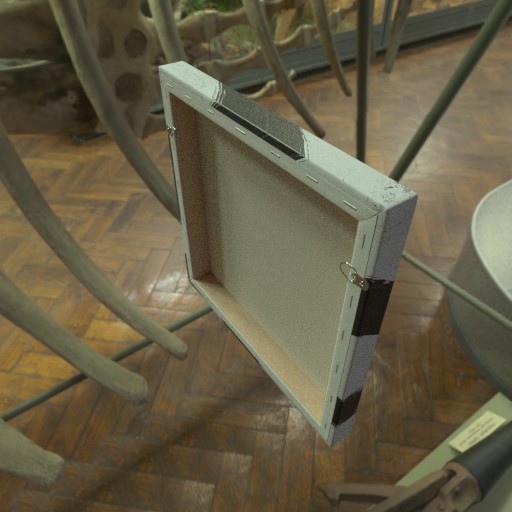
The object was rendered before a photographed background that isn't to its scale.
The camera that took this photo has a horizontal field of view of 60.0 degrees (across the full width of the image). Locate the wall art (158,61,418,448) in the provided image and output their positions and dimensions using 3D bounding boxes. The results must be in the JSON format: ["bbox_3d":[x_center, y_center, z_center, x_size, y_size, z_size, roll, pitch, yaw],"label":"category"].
[{"bbox_3d":[0.000,0.000,0.764,0.050,0.508,0.507,-25,47,-26],"label":"wall art"}]
